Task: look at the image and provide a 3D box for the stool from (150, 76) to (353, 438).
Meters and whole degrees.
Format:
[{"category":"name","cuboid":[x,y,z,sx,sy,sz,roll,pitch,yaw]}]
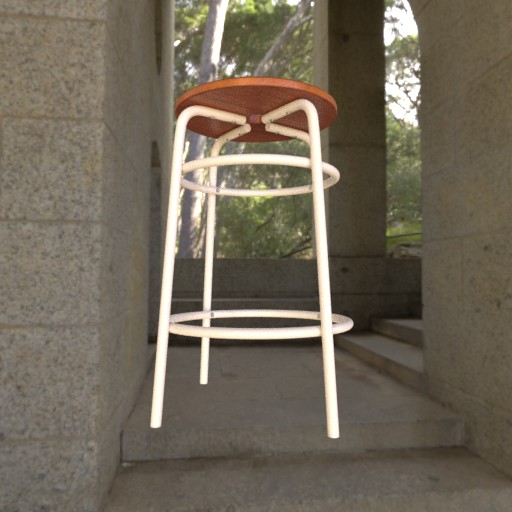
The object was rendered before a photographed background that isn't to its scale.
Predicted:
[{"category":"stool","cuboid":[0.000,0.000,0.921,0.455,0.610,0.455,2,-3,-36]}]
